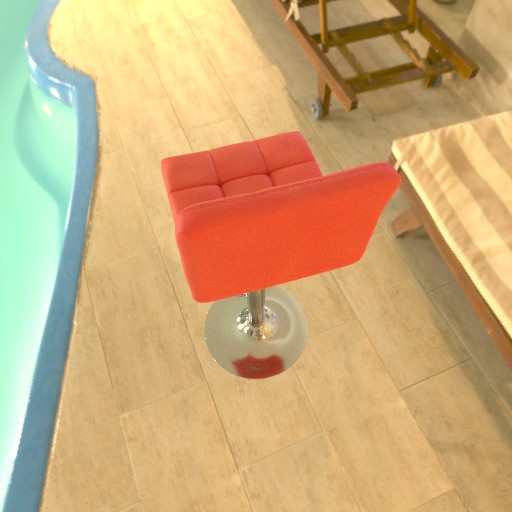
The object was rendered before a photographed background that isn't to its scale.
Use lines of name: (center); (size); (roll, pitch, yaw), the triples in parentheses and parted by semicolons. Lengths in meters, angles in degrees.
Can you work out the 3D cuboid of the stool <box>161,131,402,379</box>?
stool: (0.000, 0.000, 1.342); (0.430, 1.115, 0.505); (-14, 59, -9)
